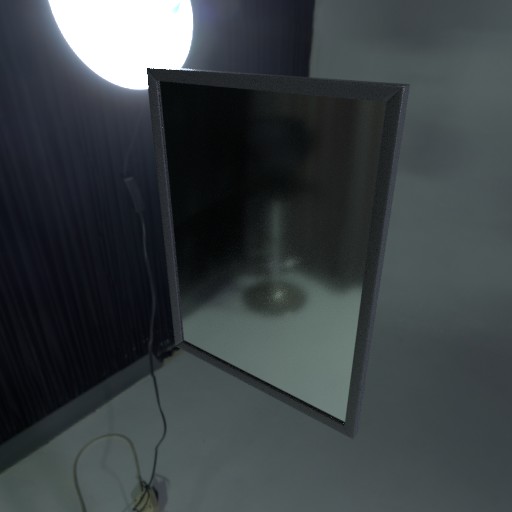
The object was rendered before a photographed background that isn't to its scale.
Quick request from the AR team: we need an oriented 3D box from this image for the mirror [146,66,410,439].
[{"bbox_3d":[0.000,0.000,1.334,0.762,1.016,0.040,18,33,31],"label":"mirror"}]
